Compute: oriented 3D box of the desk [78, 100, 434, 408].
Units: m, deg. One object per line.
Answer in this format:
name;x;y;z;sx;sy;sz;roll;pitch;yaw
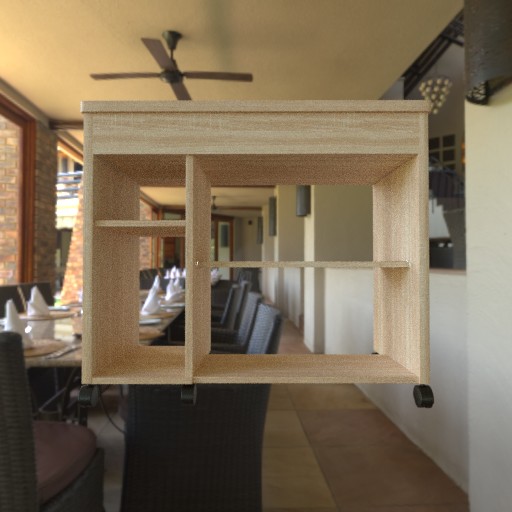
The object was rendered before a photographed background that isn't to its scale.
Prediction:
desk;0.000;0.000;1.330;0.884;0.770;0.480;0;-1;0
